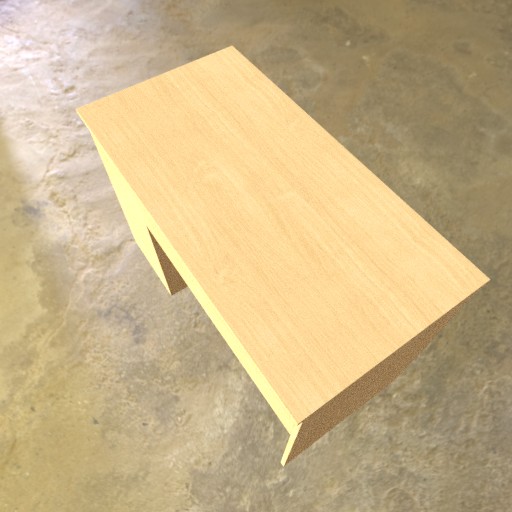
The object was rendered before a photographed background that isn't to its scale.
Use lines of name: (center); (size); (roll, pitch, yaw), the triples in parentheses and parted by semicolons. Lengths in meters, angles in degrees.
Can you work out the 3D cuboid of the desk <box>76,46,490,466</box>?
desk: (0.000, 0.000, 1.490); (0.560, 0.735, 1.097); (-30, 63, -17)
